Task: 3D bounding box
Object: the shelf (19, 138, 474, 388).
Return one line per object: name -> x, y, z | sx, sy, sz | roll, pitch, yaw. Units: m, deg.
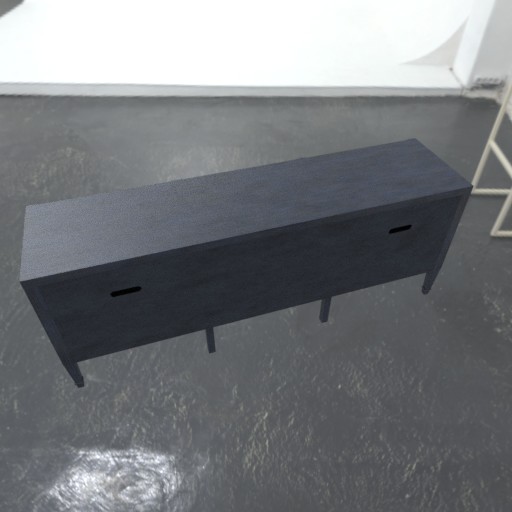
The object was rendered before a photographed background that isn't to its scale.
shelf -> 0.000, 0.000, 2.155 | 1.878, 0.715, 0.471 | -13, 44, -13
